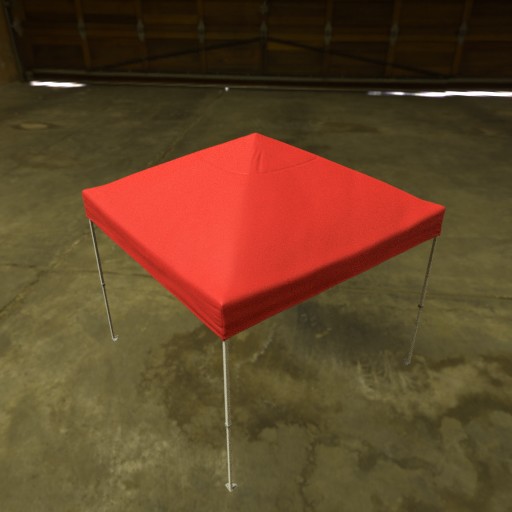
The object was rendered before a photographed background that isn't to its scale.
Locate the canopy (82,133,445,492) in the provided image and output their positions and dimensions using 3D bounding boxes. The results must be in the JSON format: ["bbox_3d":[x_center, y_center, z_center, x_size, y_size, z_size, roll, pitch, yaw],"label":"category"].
[{"bbox_3d":[0.000,0.000,5.440,2.996,2.997,2.998,-21,35,-33],"label":"canopy"}]
